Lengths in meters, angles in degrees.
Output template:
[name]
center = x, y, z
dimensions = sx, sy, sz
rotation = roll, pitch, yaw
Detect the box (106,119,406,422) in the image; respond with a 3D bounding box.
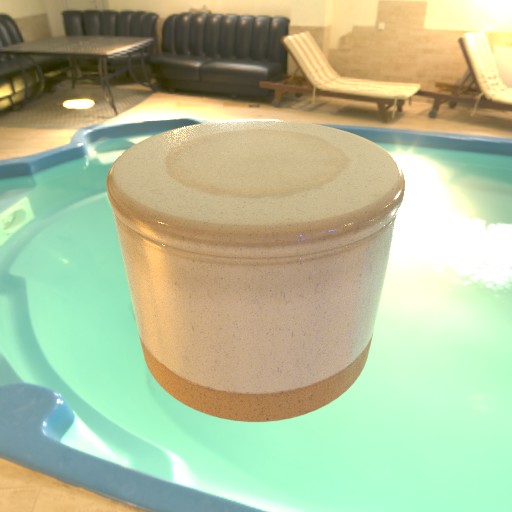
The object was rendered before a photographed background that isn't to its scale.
[box]
center = 0.000, 0.000, 0.266
dimensions = 0.154, 0.123, 0.154
rotation = 0, 33, 0
